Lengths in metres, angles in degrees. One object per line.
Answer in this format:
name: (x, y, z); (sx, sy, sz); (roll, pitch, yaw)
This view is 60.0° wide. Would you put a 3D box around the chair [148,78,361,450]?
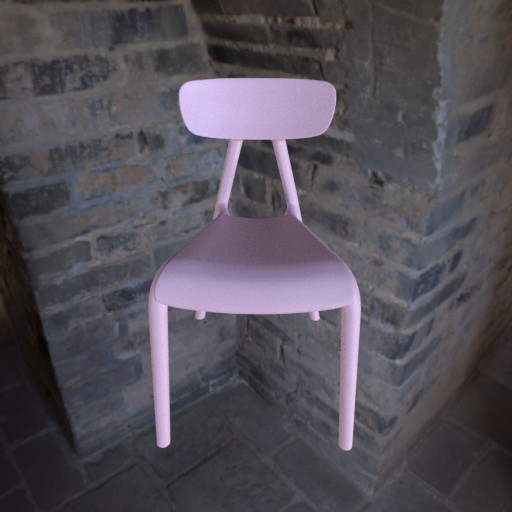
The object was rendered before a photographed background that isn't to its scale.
chair: (0.000, 0.000, 0.833); (0.356, 0.580, 0.401); (0, 29, 1)
